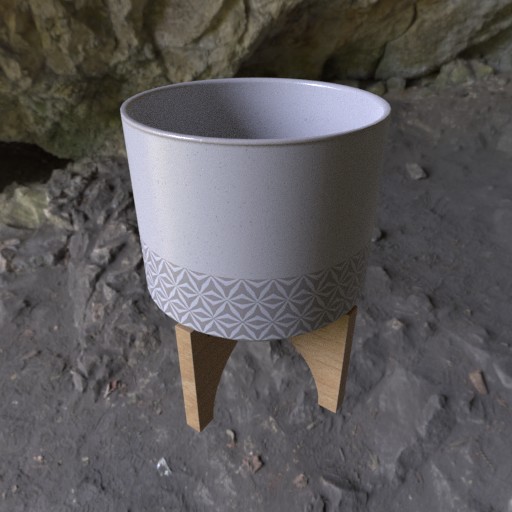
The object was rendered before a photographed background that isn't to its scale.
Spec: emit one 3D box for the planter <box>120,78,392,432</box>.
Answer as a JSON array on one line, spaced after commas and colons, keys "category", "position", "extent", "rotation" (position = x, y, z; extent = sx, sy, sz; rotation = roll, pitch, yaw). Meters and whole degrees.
[{"category": "planter", "position": [0.000, 0.000, 0.385], "extent": [0.188, 0.260, 0.188], "rotation": [0, 31, 0]}]
